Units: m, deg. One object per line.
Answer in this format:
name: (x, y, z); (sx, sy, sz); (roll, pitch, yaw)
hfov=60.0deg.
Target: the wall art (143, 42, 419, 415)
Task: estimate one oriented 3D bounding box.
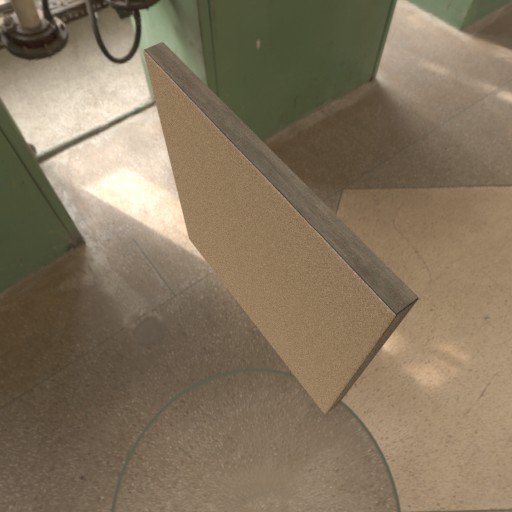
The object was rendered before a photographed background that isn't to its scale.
wall art: (0.000, 0.000, 1.120); (0.050, 0.751, 0.749); (-32, 65, -17)
